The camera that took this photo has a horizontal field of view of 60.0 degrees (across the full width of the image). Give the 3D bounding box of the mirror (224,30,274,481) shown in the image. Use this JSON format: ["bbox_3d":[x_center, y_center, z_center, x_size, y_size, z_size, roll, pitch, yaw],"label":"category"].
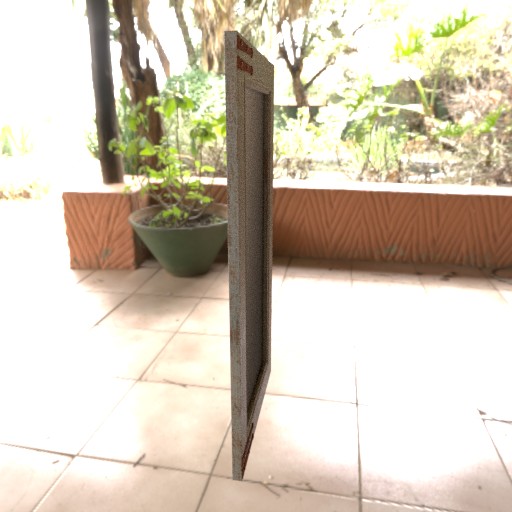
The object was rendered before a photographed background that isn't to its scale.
[{"bbox_3d":[0.000,0.000,1.092,0.027,0.922,0.472,3,17,9],"label":"mirror"}]
